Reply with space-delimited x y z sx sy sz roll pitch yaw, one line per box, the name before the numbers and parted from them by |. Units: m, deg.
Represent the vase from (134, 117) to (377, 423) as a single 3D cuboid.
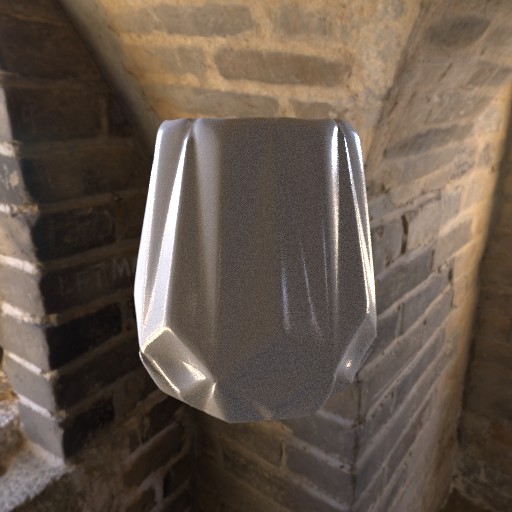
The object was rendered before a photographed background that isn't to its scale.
vase | 0.000 0.000 0.259 0.141 0.152 0.141 0 15 0
